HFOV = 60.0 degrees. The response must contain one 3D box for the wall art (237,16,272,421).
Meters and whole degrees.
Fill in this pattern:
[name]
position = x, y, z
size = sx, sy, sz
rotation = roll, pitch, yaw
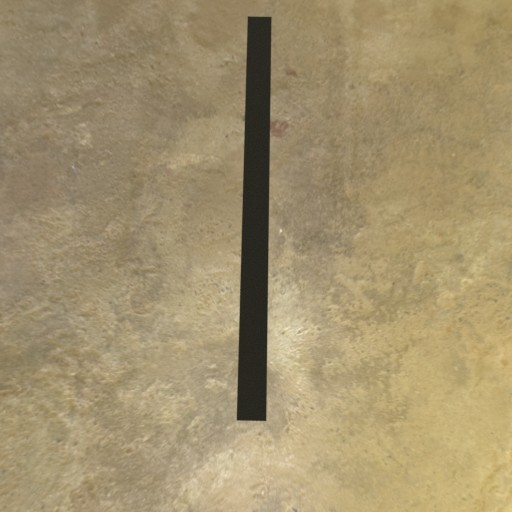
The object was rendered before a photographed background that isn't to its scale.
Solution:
[wall art]
position = 0.000, 0.000, 0.750
size = 0.029, 0.559, 0.457
rotation = 1, 77, 0
